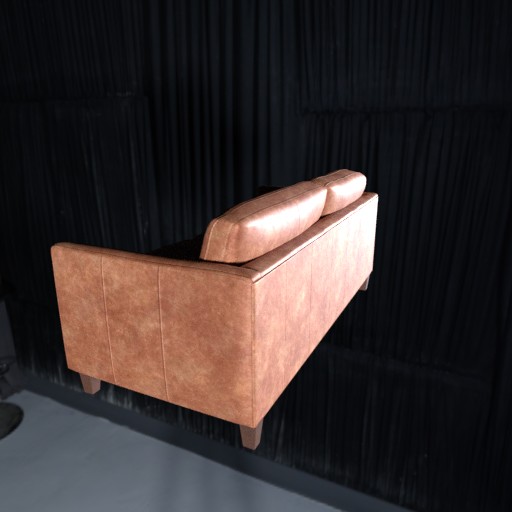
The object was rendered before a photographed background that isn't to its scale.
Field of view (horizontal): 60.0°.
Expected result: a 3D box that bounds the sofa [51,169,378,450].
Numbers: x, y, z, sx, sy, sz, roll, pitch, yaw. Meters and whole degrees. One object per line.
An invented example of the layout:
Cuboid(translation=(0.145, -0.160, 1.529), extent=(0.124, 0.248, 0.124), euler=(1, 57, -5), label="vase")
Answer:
Cuboid(translation=(0.000, 0.000, 2.452), extent=(0.923, 0.863, 1.971), euler=(8, 18, 25), label="sofa")
